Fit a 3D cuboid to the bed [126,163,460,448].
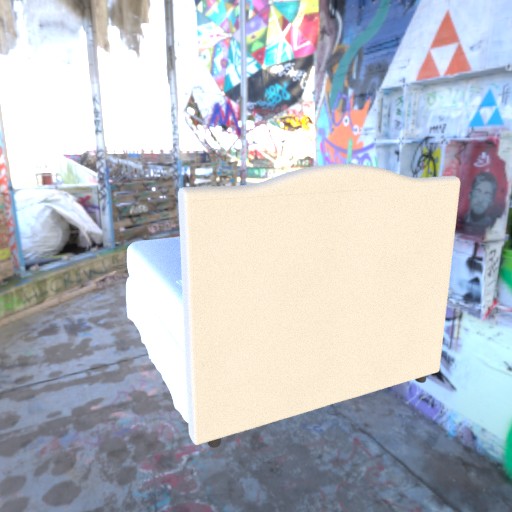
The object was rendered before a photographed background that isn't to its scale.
[{"bbox_3d":[0.000,0.000,3.249,1.678,1.398,2.052,-7,16,-25],"label":"bed"}]
